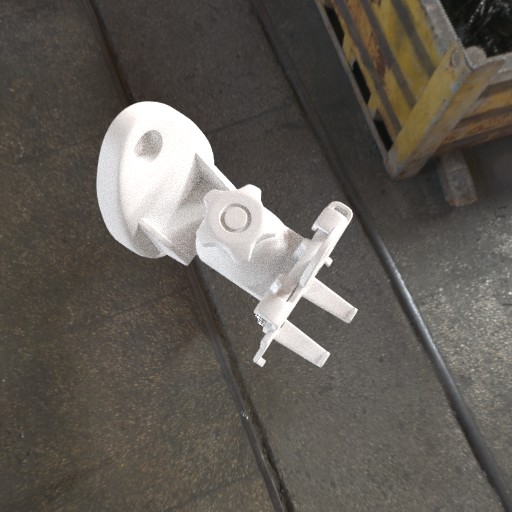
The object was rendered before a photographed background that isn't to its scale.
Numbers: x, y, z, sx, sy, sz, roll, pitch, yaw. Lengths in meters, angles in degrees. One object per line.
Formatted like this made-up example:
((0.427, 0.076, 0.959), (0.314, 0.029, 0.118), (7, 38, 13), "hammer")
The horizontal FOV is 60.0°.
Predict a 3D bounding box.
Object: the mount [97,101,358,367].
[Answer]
((0.000, 0.000, 0.175), (0.100, 0.118, 0.066), (34, 78, 8), "mount")
